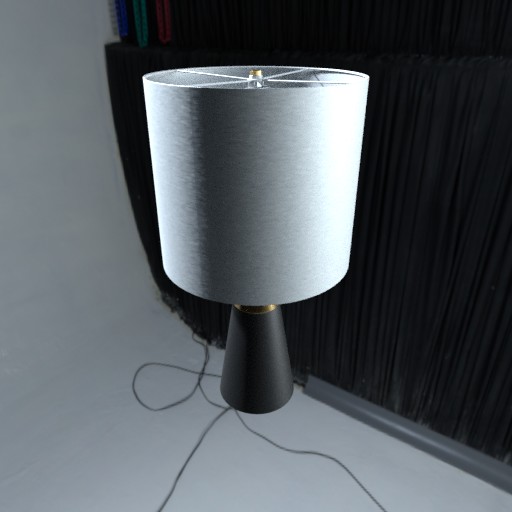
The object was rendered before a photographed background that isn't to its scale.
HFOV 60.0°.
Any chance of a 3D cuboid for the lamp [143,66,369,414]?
[{"bbox_3d":[0.000,0.000,0.749,0.308,0.580,0.308,18,32,31],"label":"lamp"}]
